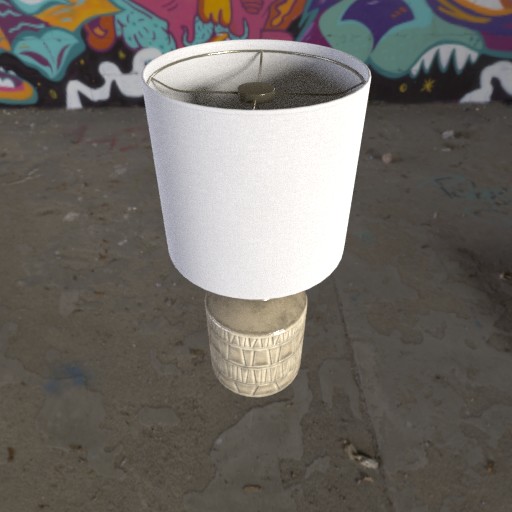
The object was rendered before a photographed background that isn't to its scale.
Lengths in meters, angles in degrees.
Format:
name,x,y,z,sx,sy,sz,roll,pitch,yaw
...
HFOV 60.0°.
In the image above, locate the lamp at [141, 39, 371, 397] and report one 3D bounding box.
name,x,y,z,sx,sy,sz,roll,pitch,yaw
lamp,0.000,0.000,0.558,0.211,0.455,0.211,11,41,14
